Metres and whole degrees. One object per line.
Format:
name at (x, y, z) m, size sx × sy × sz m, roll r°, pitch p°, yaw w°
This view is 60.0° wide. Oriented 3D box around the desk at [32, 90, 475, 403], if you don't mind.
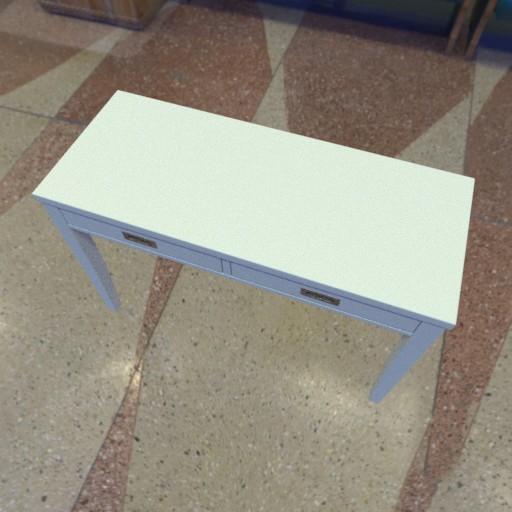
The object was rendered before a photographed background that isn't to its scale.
desk at (0.000, 0.000, 1.643) m, size 1.220 × 0.775 × 0.508 m, roll 17°, pitch 59°, yaw 11°
